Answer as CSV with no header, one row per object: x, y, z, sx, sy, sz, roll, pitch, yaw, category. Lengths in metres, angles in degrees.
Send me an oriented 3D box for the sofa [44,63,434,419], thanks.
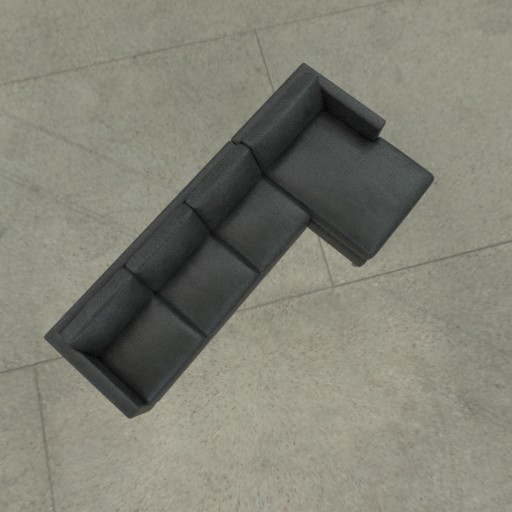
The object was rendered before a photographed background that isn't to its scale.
0.000,0.000,3.849,1.581,0.883,3.203,39,79,9,sofa
